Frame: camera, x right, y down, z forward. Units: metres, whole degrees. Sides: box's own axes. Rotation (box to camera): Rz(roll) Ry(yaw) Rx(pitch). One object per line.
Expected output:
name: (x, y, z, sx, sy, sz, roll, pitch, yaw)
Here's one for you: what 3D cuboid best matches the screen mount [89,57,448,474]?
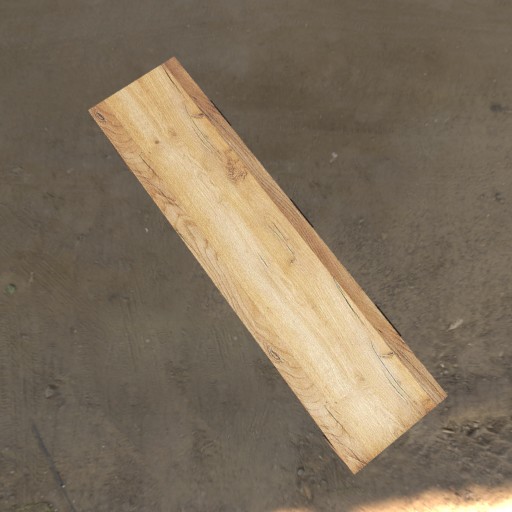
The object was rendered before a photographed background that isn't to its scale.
screen mount: (0.000, 0.000, 1.722, 0.395, 0.450, 1.524, -36, 79, -8)
